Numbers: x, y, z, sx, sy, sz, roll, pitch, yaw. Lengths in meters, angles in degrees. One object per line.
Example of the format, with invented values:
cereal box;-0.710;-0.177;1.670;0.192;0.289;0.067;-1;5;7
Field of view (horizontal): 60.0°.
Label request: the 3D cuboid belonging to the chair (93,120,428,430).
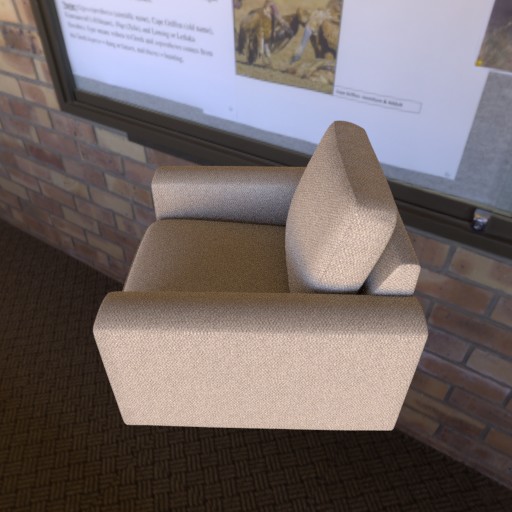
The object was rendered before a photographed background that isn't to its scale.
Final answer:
chair;0.000;0.000;1.734;1.016;0.873;1.005;1;39;1
